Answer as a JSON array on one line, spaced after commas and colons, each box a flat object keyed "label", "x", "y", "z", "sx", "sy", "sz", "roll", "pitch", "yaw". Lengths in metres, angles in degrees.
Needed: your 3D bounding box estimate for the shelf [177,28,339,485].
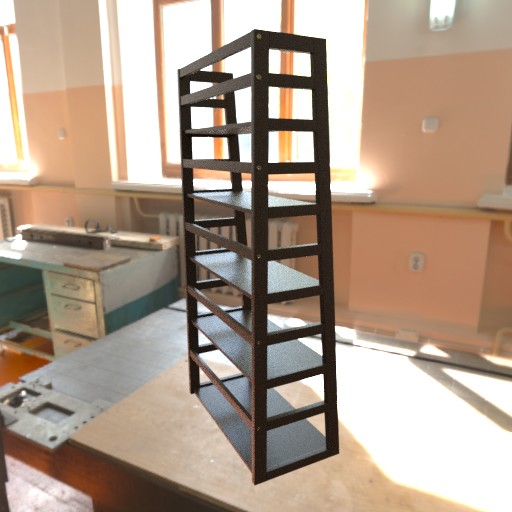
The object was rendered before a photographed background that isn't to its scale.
[{"label": "shelf", "x": 0.000, "y": 0.000, "z": 1.927, "sx": 0.403, "sy": 1.600, "sz": 0.763, "roll": -7, "pitch": 15, "yaw": -26}]
